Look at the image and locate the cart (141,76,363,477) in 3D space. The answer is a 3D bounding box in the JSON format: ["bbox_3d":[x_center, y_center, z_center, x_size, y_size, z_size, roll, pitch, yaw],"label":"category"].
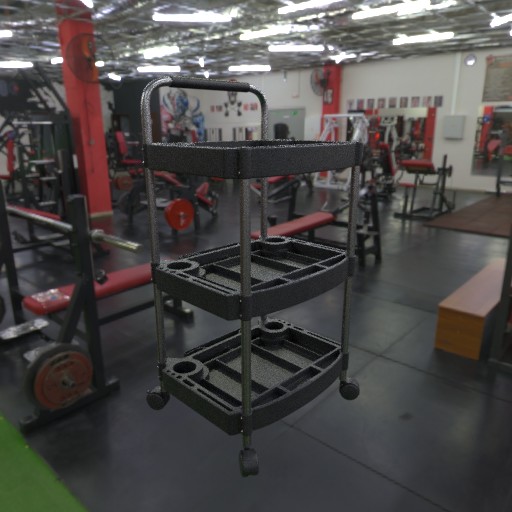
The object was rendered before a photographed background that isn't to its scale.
[{"bbox_3d":[0.000,0.000,1.413,0.518,1.075,0.584,16,23,42],"label":"cart"}]
